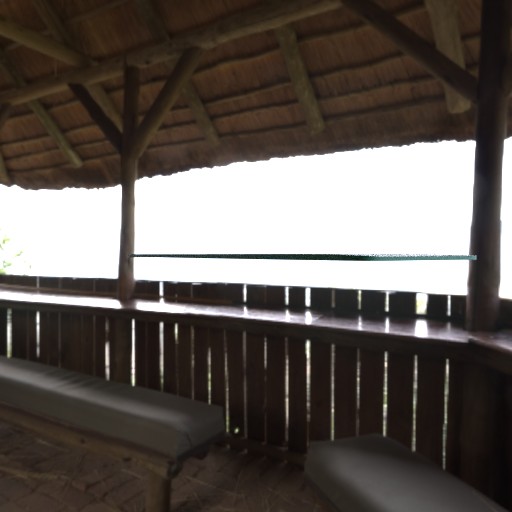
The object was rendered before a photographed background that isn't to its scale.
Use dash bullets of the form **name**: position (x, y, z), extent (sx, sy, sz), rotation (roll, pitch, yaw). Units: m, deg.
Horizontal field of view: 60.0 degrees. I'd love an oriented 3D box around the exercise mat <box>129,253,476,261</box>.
- **exercise mat**: position (0.000, 0.000, 2.118), extent (0.616, 0.021, 1.869), rotation (0, 0, -36)
